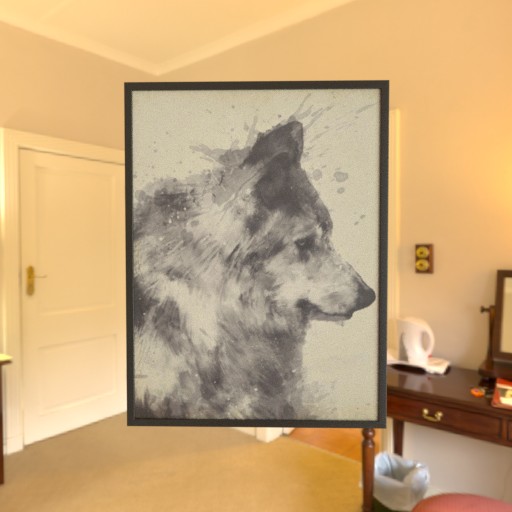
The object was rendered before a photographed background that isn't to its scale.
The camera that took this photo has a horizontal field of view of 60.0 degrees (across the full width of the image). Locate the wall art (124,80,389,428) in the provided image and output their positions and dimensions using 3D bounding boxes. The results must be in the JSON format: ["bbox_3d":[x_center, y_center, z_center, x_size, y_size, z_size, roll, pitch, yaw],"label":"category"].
[{"bbox_3d":[0.000,0.000,1.377,0.804,1.061,0.039,0,2,1],"label":"wall art"}]
